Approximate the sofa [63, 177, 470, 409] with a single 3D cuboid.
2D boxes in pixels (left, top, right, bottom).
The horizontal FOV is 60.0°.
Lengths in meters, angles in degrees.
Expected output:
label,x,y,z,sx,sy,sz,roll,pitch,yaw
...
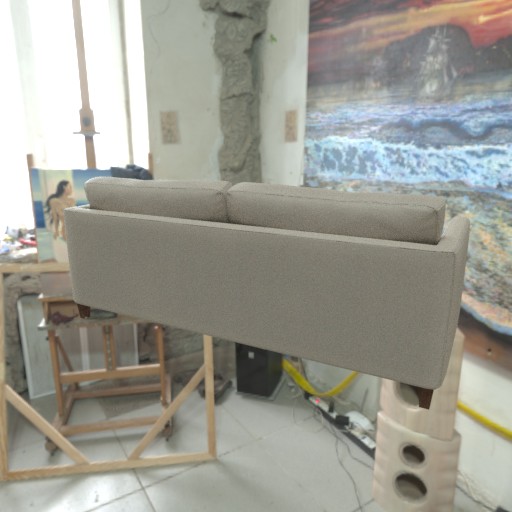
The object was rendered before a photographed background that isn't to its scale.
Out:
label,x,y,z,sx,sy,sz,roll,pitch,yaw
sofa,0.000,0.000,2.785,2.361,0.968,0.951,8,17,27
